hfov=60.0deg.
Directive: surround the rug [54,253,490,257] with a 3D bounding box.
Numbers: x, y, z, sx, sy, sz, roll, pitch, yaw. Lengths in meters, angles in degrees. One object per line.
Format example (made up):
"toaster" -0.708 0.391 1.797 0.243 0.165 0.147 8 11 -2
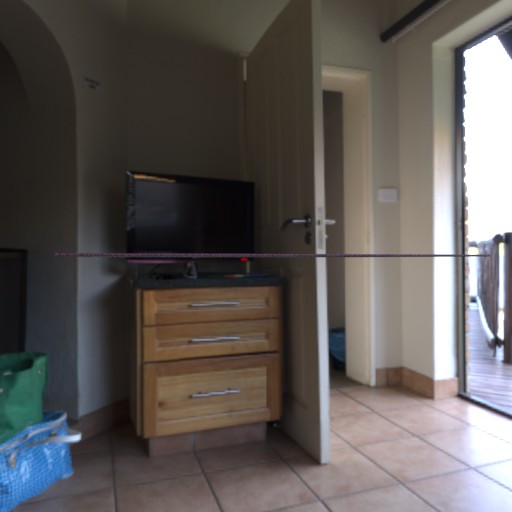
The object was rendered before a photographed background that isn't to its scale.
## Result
"rug" 0.000 0.000 2.882 2.210 0.011 1.599 0 0 -17
